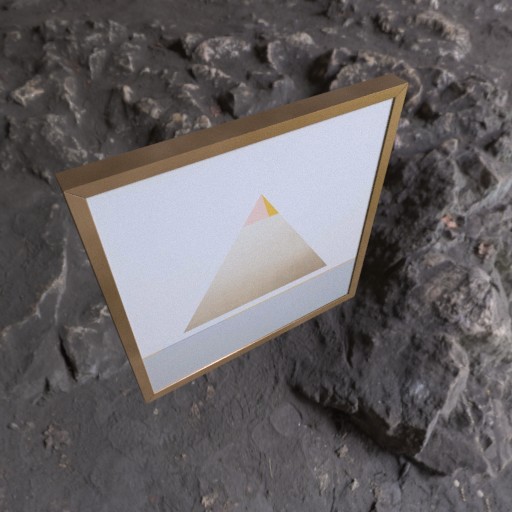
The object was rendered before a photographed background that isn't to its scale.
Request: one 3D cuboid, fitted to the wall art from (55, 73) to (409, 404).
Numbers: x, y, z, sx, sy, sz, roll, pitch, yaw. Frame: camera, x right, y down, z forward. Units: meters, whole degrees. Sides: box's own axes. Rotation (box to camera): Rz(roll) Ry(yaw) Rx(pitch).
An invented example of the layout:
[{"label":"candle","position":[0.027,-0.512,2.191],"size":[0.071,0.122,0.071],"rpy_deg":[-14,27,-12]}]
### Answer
[{"label":"wall art","position":[0.000,0.000,0.769],"size":[0.513,0.511,0.038],"rpy_deg":[-23,50,-21]}]
